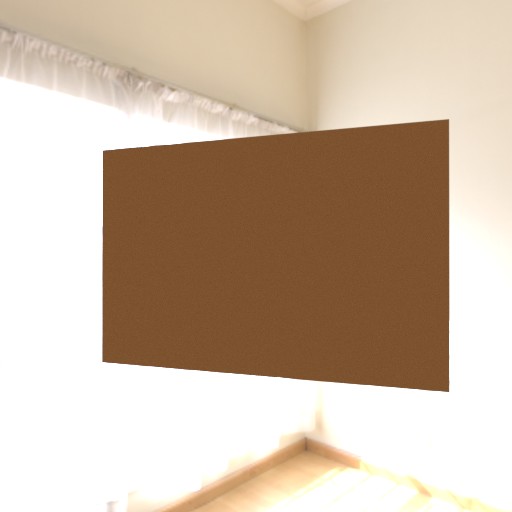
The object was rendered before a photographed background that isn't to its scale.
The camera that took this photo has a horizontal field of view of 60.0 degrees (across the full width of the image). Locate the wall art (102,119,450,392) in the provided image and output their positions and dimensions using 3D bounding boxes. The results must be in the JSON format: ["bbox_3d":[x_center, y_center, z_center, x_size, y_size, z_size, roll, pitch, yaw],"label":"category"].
[{"bbox_3d":[0.000,0.000,1.142,0.915,0.608,0.033,0,0,18],"label":"wall art"}]
